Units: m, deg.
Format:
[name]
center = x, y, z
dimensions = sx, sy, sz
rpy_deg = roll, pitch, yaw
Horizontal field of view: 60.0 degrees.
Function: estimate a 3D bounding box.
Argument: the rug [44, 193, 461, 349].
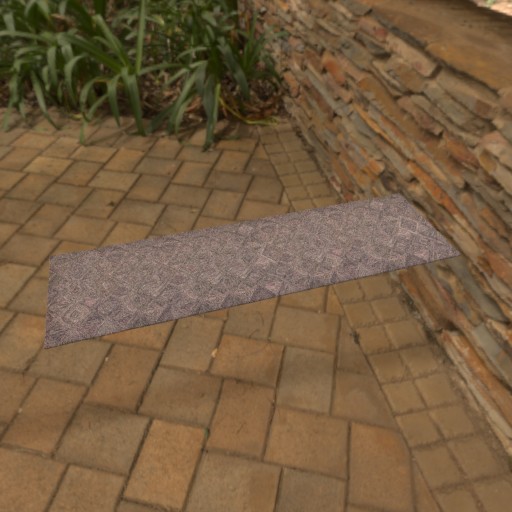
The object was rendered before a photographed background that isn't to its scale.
[rug]
center = 0.000, 0.000, 2.576
dimensions = 2.296, 0.011, 0.691
rpy_deg = -11, 42, -13
